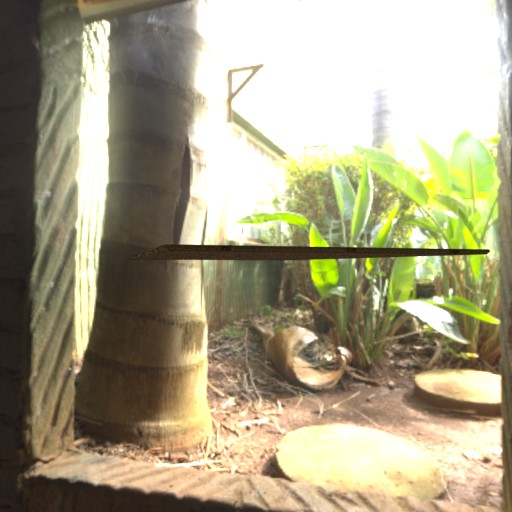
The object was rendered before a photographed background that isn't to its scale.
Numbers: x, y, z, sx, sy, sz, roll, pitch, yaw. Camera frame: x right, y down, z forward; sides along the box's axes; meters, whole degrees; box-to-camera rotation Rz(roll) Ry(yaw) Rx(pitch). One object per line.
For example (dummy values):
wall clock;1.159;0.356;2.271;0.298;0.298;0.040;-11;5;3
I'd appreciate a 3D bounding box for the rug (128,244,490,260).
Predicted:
rug;0.000;0.000;2.913;1.501;0.024;2.348;0;-1;-19
